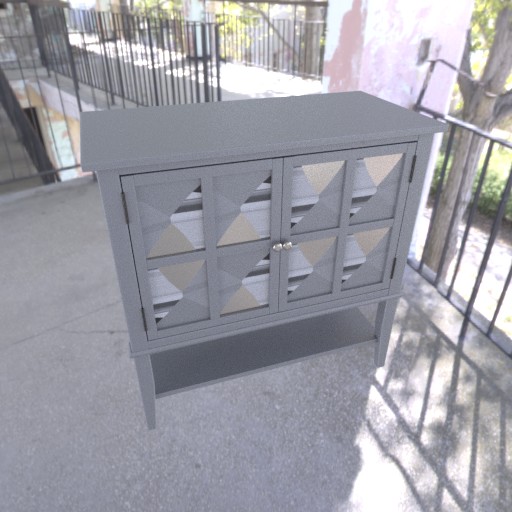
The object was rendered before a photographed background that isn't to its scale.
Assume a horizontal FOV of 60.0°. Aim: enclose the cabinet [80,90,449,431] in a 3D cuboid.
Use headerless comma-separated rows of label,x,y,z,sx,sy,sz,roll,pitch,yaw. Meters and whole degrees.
cabinet,0.000,0.000,1.269,0.801,0.780,0.396,-10,33,-16
